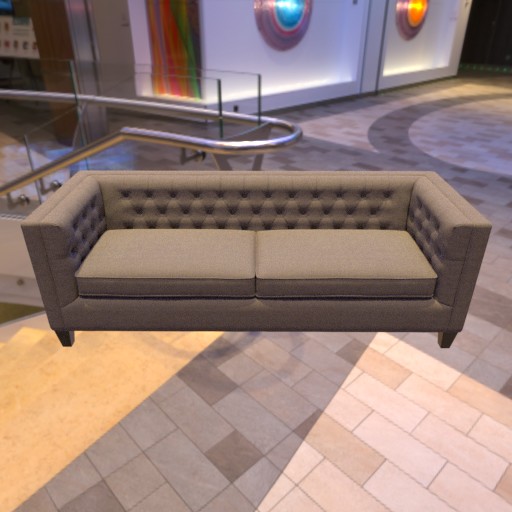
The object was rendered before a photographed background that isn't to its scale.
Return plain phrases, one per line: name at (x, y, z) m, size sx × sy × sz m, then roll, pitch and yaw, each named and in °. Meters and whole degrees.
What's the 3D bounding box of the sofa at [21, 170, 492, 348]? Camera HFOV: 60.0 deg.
sofa at (0.000, 0.000, 2.531) m, size 2.159 × 0.762 × 0.775 m, roll 0°, pitch 29°, yaw 0°
